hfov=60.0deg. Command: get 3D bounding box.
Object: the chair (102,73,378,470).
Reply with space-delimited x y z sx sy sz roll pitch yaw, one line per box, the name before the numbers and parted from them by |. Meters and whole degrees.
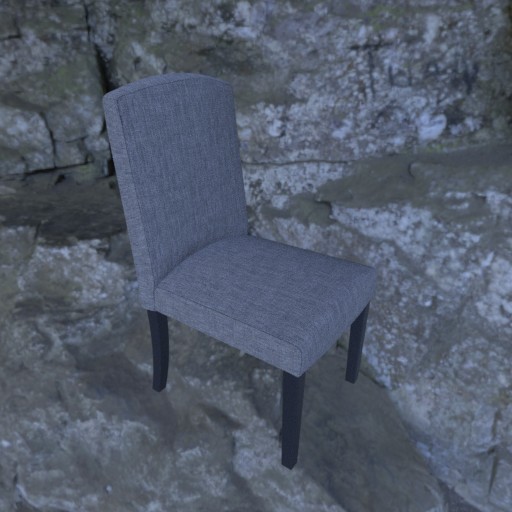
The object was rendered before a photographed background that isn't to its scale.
chair | 0.000 0.000 1.224 0.580 0.917 0.451 17 30 31
